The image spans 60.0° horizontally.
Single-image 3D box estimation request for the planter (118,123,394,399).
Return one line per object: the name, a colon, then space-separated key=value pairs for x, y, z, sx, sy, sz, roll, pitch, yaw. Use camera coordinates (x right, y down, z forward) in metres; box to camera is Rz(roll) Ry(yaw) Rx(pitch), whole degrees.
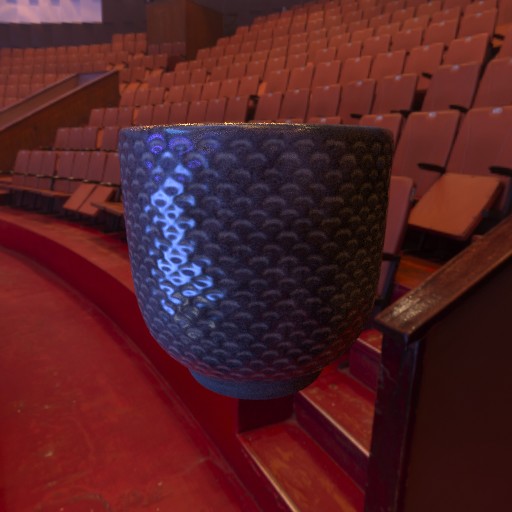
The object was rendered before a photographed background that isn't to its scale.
planter: x=0.000 y=0.000 z=0.350 sx=0.197 sy=0.191 sz=0.197 roll=0 pitch=13 yaw=0
